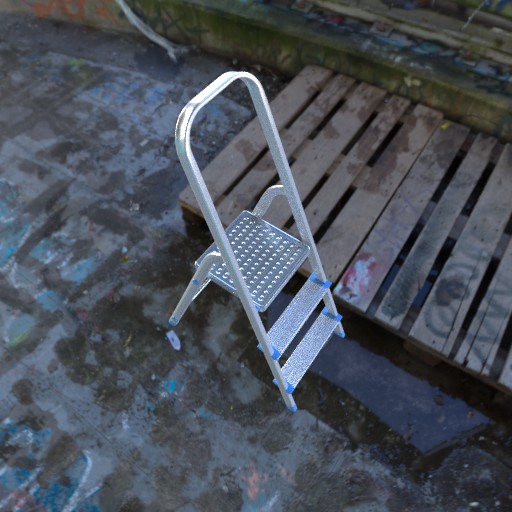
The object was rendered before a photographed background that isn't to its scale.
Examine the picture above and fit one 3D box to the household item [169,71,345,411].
[{"bbox_3d":[0.000,0.000,1.492,0.687,1.215,0.420,31,63,18],"label":"household item"}]
